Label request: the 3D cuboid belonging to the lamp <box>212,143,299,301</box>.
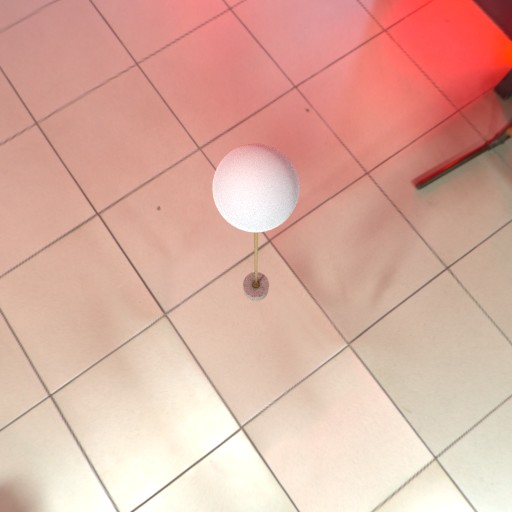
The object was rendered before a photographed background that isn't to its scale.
[{"bbox_3d":[0.000,0.000,1.900,0.229,1.748,0.229,-3,76,-1],"label":"lamp"}]
